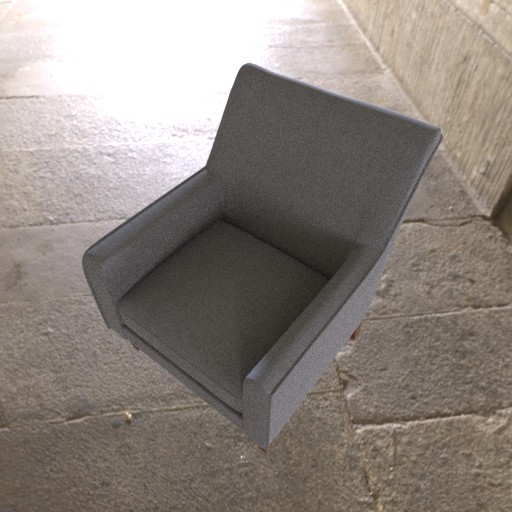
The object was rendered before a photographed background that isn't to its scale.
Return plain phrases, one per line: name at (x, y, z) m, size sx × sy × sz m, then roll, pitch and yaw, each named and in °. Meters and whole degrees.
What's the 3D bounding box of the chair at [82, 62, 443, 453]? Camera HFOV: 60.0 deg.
chair at (0.000, 0.000, 1.587) m, size 0.780 × 0.919 × 0.899 m, roll 30°, pitch 54°, yaw 25°
